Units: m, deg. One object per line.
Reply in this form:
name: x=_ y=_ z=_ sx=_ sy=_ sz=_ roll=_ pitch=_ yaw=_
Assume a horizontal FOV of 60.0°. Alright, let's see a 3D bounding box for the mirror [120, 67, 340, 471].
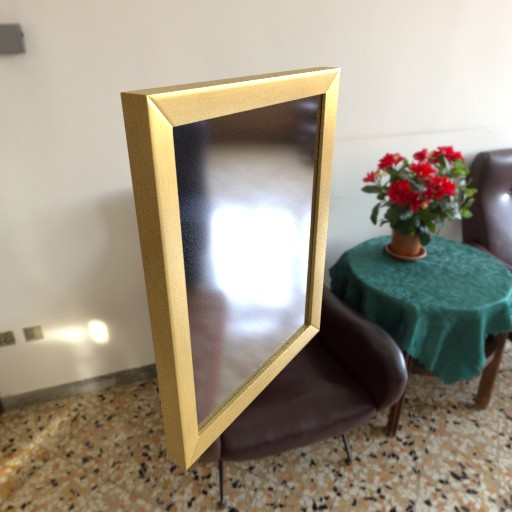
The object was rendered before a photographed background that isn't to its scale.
mirror: x=0.000 y=0.000 z=0.675 sx=0.041 sy=0.508 sz=0.405 roll=18 pitch=32 yaw=31
